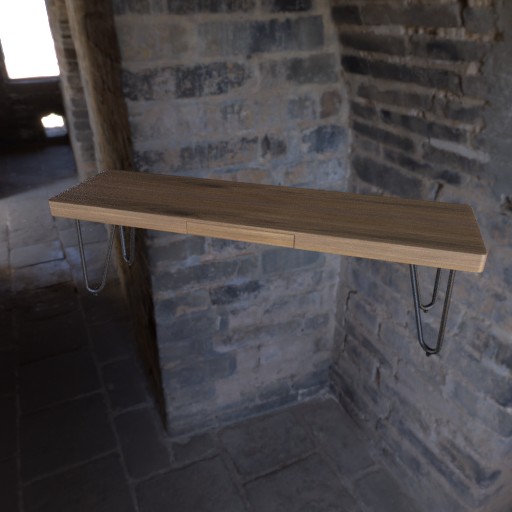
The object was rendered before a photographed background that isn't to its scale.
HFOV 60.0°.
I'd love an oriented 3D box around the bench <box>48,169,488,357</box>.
[{"bbox_3d":[0.000,0.000,1.798,1.570,0.462,0.425,8,29,15],"label":"bench"}]
